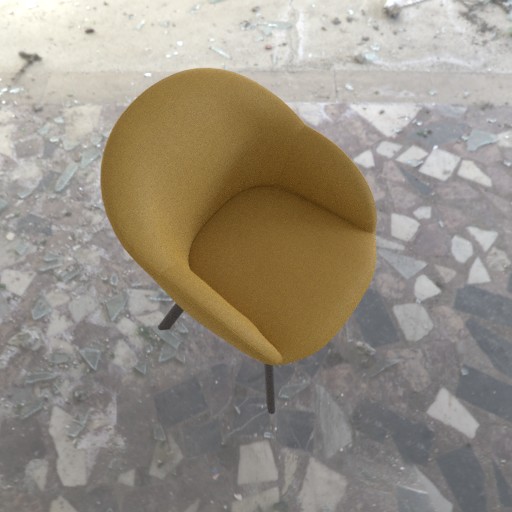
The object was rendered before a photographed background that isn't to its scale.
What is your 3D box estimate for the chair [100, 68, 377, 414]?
[{"bbox_3d":[0.000,0.000,1.183,0.583,0.793,0.551,32,64,18],"label":"chair"}]
